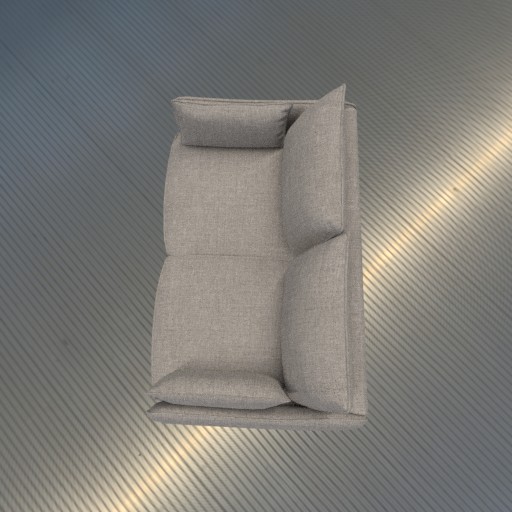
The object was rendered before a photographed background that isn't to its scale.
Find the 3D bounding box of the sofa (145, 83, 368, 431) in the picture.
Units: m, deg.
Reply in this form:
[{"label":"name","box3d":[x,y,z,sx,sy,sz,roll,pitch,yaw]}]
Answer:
[{"label":"sofa","box3d":[0.000,0.000,2.180,0.972,0.851,1.580,1,75,0]}]
